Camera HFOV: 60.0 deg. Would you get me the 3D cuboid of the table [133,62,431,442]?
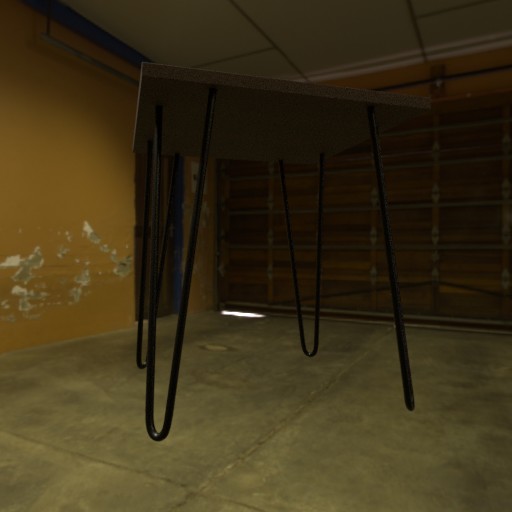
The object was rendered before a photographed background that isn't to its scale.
[{"bbox_3d":[0.000,0.000,0.948,0.495,0.559,0.495,0,0,-17],"label":"table"}]
